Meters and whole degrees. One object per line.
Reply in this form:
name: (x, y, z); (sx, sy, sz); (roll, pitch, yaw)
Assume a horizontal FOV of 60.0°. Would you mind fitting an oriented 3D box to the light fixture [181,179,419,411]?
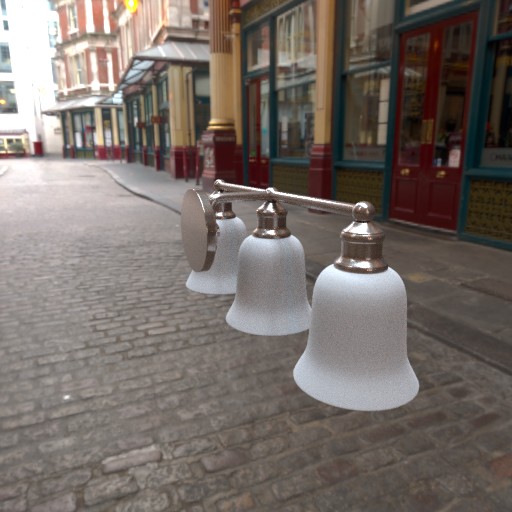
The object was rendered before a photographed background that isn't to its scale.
light fixture: (0.000, 0.000, 0.677); (0.198, 0.211, 0.570); (-6, 15, -25)
